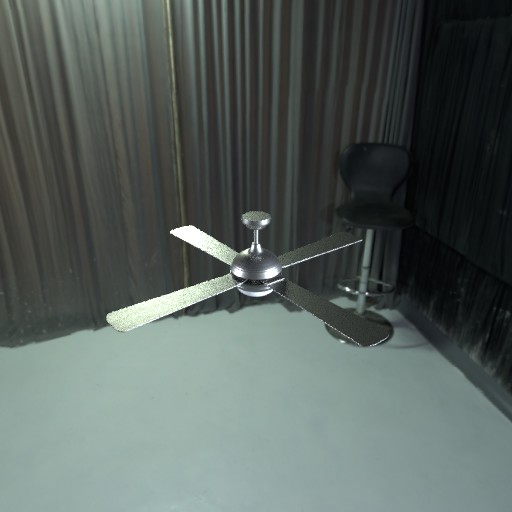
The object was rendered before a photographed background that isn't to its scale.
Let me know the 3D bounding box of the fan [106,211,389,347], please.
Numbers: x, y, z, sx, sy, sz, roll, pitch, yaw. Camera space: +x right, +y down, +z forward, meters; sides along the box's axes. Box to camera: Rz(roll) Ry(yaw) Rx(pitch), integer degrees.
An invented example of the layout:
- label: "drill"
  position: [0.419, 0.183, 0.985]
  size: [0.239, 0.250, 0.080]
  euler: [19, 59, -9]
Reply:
- label: "fan"
  position: [0.000, 0.000, 1.997]
  size: [1.321, 0.381, 1.321]
  euler: [-8, 26, -17]
